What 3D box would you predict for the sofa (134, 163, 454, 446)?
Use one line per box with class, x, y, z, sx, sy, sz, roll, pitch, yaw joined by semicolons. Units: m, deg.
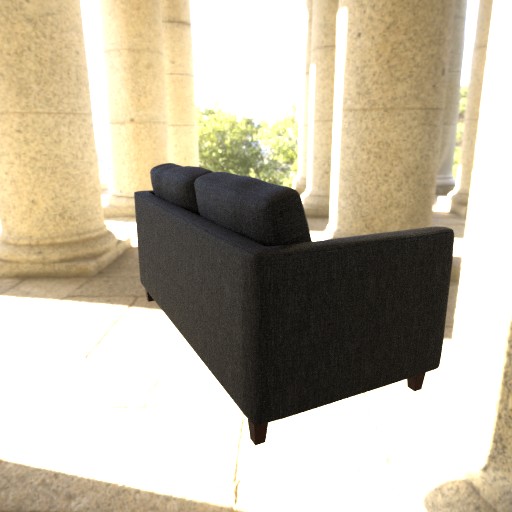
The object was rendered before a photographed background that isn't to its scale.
sofa;0.000;0.000;2.468;0.950;0.963;1.884;-8;17;-26
